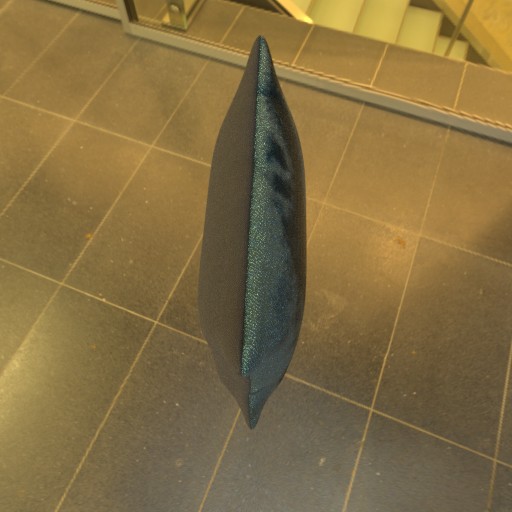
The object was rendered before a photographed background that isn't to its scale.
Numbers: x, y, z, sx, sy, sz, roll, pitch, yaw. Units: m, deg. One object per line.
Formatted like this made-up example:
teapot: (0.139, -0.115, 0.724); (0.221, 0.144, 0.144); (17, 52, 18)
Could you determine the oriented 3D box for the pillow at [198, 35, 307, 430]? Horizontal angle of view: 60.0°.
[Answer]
pillow: (0.000, 0.000, 0.650); (0.138, 0.430, 0.436); (2, 63, 1)
